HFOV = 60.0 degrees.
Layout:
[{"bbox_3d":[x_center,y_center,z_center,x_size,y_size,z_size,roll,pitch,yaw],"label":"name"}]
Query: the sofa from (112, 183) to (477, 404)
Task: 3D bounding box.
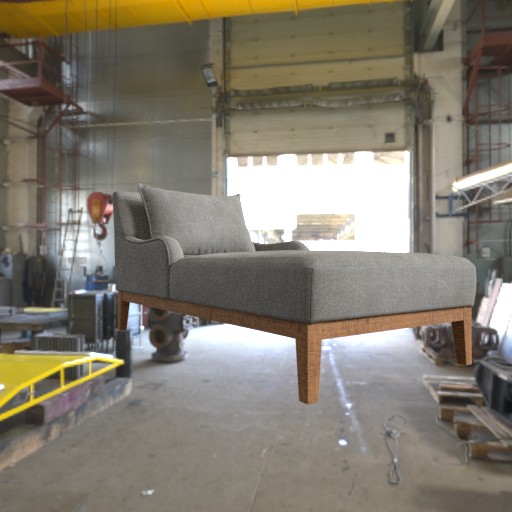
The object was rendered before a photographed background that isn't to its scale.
[{"bbox_3d":[0.000,0.000,2.198,0.894,0.859,1.779,0,-1,-35],"label":"sofa"}]
